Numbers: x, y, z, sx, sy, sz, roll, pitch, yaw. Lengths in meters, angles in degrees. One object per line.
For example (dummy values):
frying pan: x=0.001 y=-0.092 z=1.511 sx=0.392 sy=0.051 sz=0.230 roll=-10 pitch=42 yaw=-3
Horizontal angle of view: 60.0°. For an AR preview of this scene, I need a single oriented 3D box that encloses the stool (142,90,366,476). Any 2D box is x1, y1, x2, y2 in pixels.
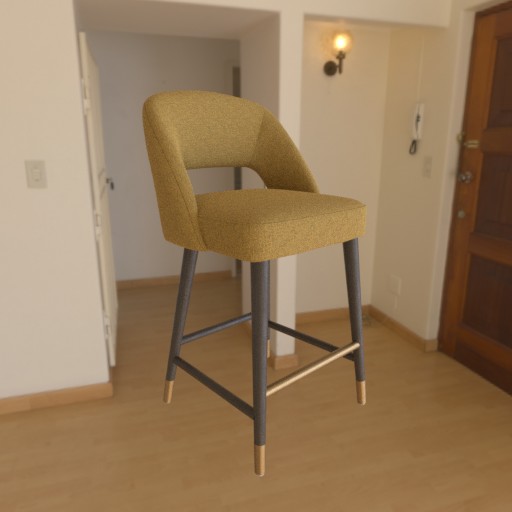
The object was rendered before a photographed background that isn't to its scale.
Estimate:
stool: x=0.000 y=0.000 z=1.293 sx=0.536 sy=0.939 sz=0.522 roll=-14 pitch=20 yaw=-41
